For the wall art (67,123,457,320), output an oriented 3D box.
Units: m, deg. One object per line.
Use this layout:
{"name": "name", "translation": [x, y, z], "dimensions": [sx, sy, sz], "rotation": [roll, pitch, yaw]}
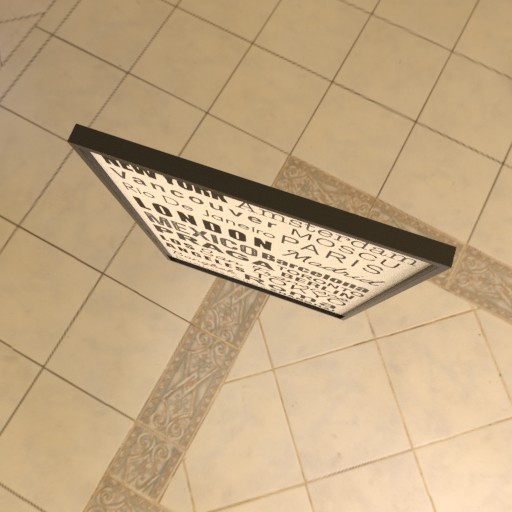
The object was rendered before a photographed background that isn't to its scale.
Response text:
{"name": "wall art", "translation": [0.000, 0.000, 1.370], "dimensions": [0.788, 1.046, 0.043], "rotation": [19, 77, 4]}
